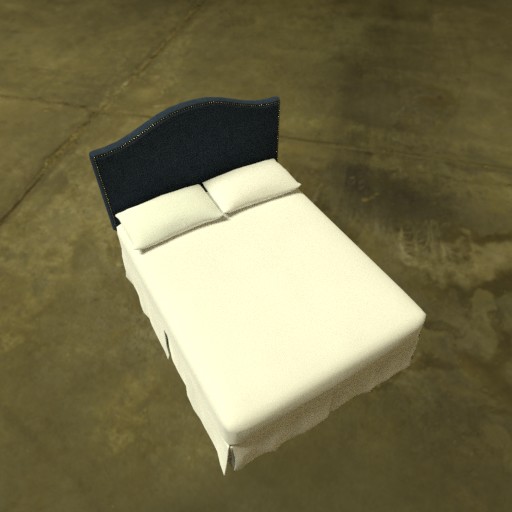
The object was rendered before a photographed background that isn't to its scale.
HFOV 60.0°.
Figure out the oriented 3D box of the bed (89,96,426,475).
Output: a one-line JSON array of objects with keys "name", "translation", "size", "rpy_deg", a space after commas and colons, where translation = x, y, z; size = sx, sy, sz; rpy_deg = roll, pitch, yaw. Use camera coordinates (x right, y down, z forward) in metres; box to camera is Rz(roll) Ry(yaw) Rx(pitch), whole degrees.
[{"name": "bed", "translation": [0.000, 0.000, 3.317], "size": [1.713, 1.518, 2.153], "rpy_deg": [-24, 52, -20]}]
